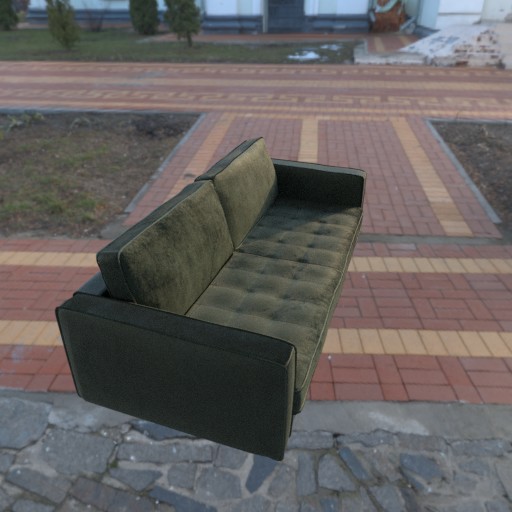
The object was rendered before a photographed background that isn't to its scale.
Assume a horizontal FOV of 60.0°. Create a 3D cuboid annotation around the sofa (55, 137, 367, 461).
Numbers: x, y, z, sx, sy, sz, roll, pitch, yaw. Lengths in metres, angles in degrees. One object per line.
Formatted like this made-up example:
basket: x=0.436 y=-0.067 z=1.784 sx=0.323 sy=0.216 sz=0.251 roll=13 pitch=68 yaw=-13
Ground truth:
sofa: x=0.000 y=0.000 z=2.234 sx=0.886 sy=0.781 sz=1.816 roll=10 pitch=32 yaw=17
